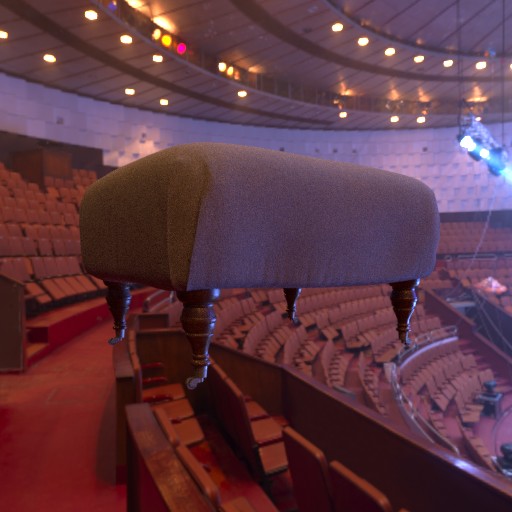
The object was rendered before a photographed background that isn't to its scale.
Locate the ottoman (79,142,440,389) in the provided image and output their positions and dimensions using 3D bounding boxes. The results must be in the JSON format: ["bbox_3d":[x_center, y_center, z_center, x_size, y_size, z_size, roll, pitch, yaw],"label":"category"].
[{"bbox_3d":[0.000,0.000,1.117,0.747,0.450,0.622,0,1,-35],"label":"ottoman"}]
